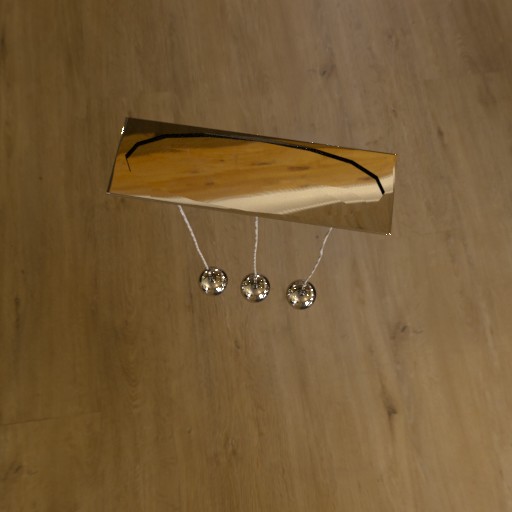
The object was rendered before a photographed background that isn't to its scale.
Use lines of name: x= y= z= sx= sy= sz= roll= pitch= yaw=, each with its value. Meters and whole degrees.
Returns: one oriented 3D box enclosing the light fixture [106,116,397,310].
light fixture: x=0.000 y=0.000 z=1.644 sx=0.623 sy=1.408 sz=0.188 roll=9 pitch=75 yaw=2
